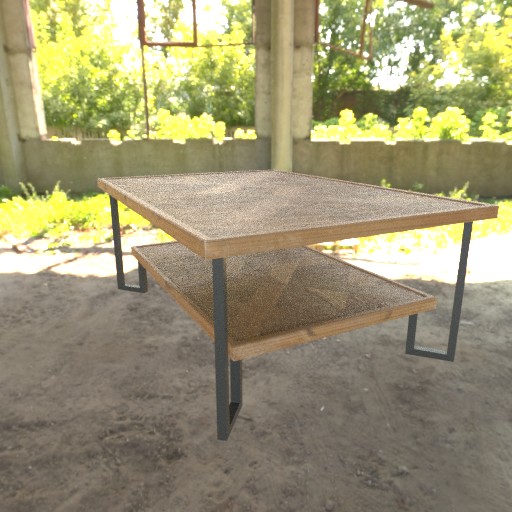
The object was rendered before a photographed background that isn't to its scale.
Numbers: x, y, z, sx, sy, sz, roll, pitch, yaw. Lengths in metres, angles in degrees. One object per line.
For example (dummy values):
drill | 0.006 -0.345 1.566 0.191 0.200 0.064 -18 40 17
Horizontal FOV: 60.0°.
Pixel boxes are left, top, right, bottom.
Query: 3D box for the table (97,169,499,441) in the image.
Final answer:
table | 0.000 0.000 1.626 0.877 0.492 1.238 -8 18 -27
